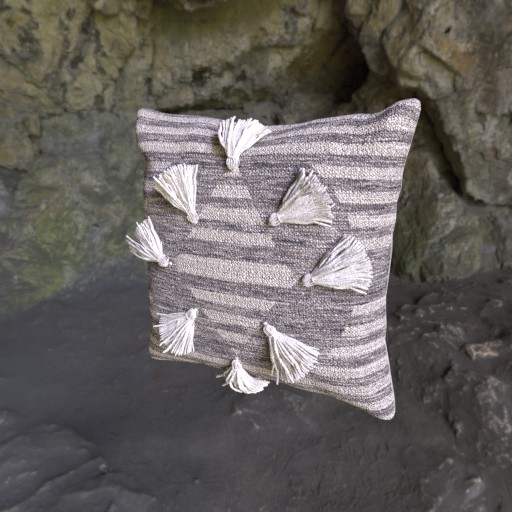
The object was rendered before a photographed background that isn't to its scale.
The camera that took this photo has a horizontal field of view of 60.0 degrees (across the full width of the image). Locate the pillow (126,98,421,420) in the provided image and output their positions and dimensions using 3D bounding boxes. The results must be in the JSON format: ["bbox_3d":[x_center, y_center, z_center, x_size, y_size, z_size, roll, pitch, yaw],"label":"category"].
[{"bbox_3d":[0.000,0.000,0.745,0.484,0.490,0.234,7,16,25],"label":"pillow"}]
